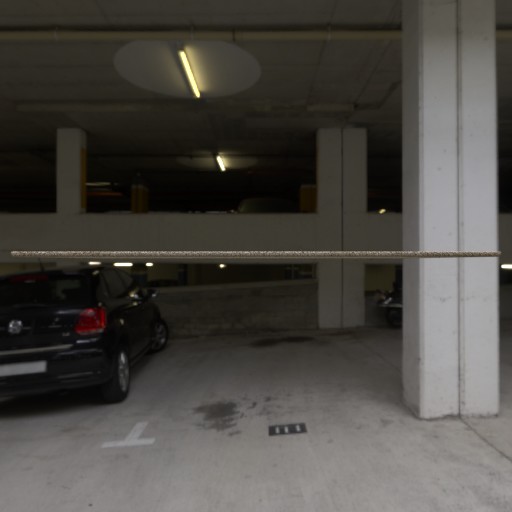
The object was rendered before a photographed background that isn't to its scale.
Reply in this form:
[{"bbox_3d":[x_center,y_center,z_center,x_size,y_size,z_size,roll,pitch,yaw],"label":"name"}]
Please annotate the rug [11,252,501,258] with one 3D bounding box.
[{"bbox_3d":[0.000,0.000,2.872,2.346,0.025,1.500,0,-1,0],"label":"rug"}]
